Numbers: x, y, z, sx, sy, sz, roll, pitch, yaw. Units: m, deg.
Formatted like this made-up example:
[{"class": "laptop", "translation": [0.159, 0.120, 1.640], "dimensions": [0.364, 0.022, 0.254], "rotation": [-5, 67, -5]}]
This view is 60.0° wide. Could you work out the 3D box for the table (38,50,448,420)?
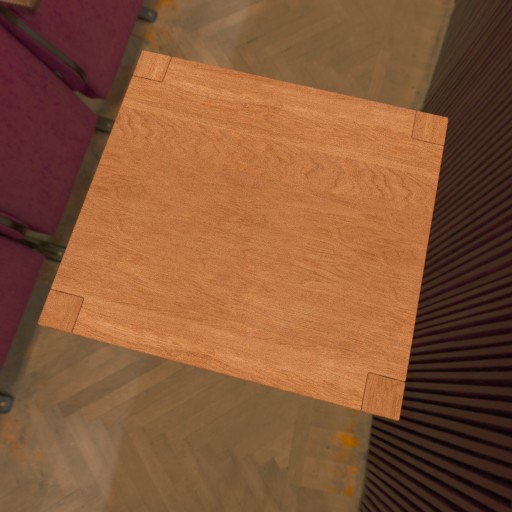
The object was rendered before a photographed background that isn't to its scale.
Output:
[{"class": "table", "translation": [0.000, 0.000, 0.837], "dimensions": [0.480, 0.450, 0.440], "rotation": [14, 75, 4]}]
